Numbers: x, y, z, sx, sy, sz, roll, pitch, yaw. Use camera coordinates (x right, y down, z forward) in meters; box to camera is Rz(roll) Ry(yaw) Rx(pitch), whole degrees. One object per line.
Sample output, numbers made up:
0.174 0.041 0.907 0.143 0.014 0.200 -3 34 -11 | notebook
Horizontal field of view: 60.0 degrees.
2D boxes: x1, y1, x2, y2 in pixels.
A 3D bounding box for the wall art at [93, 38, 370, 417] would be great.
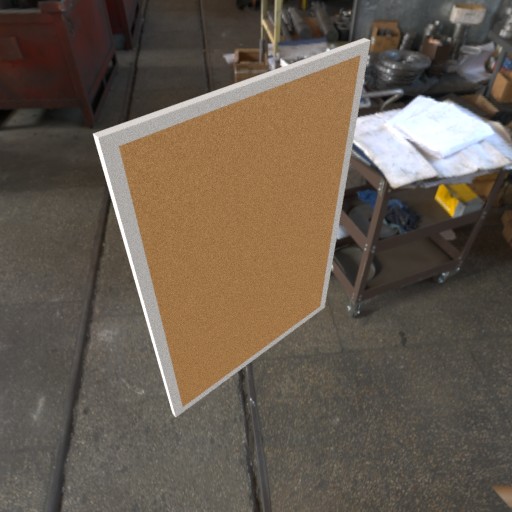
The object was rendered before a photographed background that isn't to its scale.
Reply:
0.000 0.000 0.814 0.456 0.656 0.013 -31 52 -28 | wall art
